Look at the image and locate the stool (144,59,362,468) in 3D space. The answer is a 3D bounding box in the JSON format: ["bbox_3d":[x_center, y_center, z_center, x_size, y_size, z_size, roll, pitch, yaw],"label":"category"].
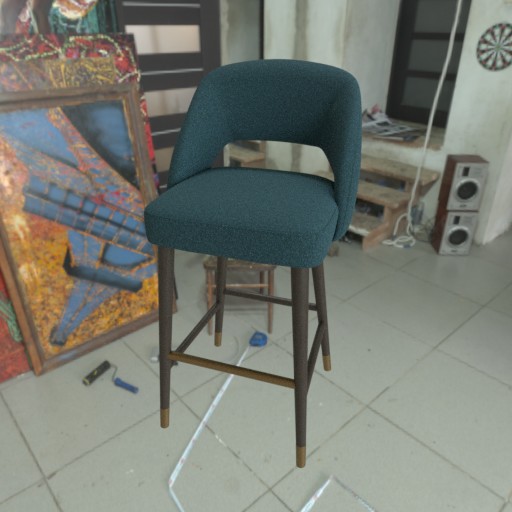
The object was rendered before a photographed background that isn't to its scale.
[{"bbox_3d":[0.000,0.000,1.303,0.536,1.032,0.522,9,29,17],"label":"stool"}]
